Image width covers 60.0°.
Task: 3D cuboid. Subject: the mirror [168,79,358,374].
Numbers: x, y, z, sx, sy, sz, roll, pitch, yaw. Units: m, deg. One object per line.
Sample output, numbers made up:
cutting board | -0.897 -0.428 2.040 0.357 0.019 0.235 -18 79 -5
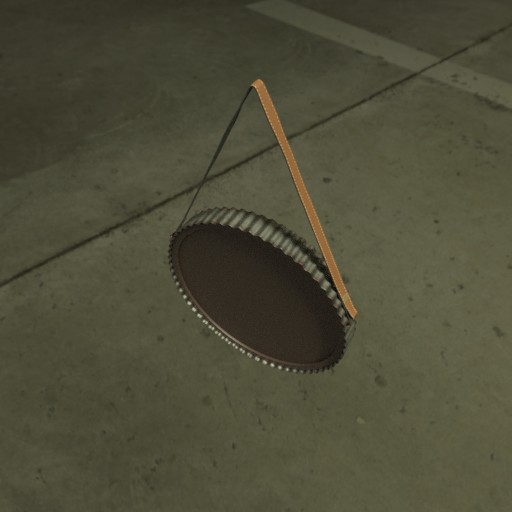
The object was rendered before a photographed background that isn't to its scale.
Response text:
mirror | 0.000 0.000 0.702 0.355 0.568 0.042 23 51 20
